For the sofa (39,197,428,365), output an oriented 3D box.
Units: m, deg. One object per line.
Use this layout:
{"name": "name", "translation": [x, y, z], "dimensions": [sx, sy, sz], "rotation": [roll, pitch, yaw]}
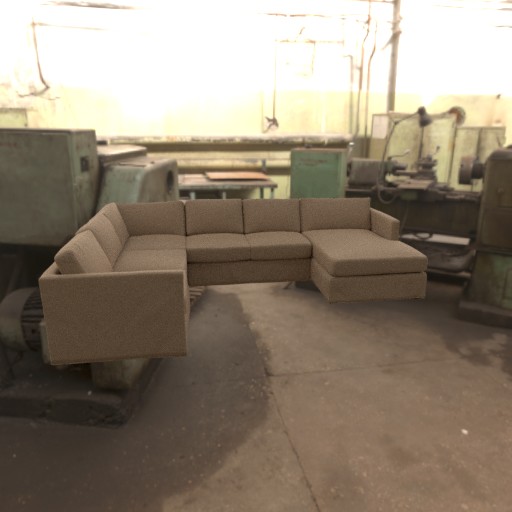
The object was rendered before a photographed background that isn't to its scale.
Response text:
{"name": "sofa", "translation": [0.000, 0.000, 4.559], "dimensions": [3.460, 0.882, 2.427], "rotation": [-2, 16, -8]}
